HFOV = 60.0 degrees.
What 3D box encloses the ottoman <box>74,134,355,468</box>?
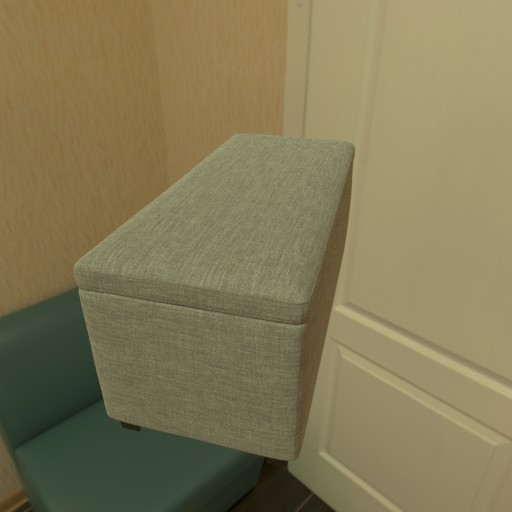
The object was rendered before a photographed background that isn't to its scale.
[{"bbox_3d":[0.000,0.000,1.146,0.419,0.432,0.902,8,30,13],"label":"ottoman"}]
